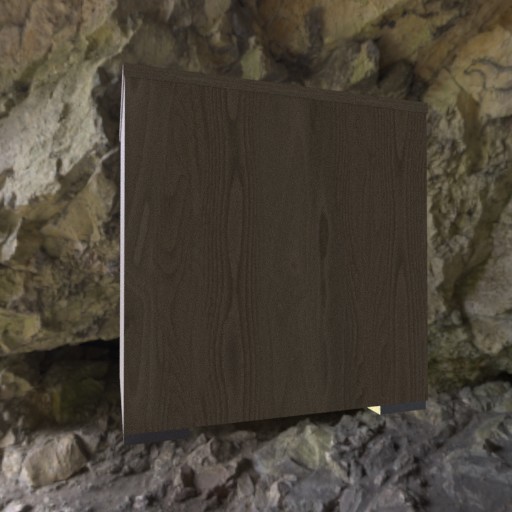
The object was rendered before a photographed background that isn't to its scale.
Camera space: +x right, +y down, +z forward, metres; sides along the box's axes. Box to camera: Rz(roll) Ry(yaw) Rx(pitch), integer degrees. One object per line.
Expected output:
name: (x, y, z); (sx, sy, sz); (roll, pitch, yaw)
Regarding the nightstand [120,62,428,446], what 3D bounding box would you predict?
nightstand: (0.000, 0.000, 0.754); (0.442, 0.461, 0.325); (0, -1, -18)
